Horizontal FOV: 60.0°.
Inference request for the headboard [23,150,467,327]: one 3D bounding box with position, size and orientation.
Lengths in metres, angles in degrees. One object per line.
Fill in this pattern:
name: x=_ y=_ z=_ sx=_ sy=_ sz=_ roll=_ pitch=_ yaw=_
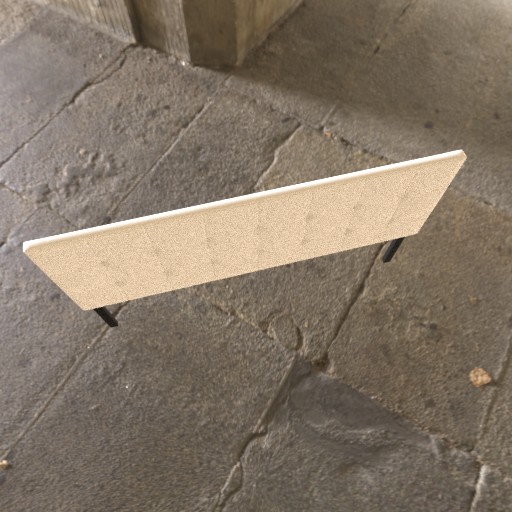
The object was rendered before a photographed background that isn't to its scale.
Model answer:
headboard: x=0.000 y=0.000 z=2.919 sx=2.362 sy=1.410 sz=0.120 roll=-13 pitch=64 yaw=-6
